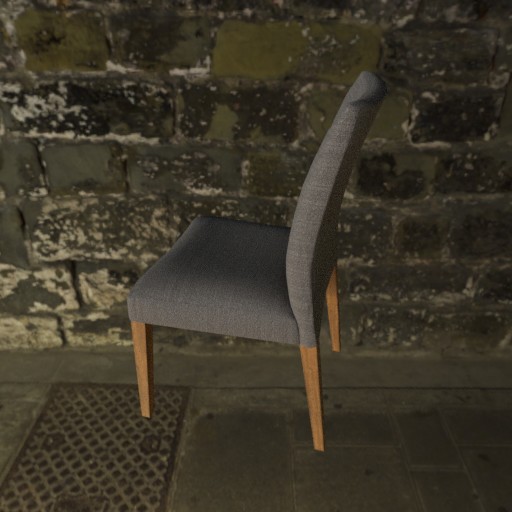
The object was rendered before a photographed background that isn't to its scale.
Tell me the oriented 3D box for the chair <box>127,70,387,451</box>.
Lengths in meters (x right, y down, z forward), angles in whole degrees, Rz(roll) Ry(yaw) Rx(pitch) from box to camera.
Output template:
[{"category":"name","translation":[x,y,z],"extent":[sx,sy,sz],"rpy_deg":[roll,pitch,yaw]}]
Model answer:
[{"category":"chair","translation":[0.000,0.000,1.251],"extent":[0.585,0.940,0.496],"rpy_deg":[8,31,13]}]
